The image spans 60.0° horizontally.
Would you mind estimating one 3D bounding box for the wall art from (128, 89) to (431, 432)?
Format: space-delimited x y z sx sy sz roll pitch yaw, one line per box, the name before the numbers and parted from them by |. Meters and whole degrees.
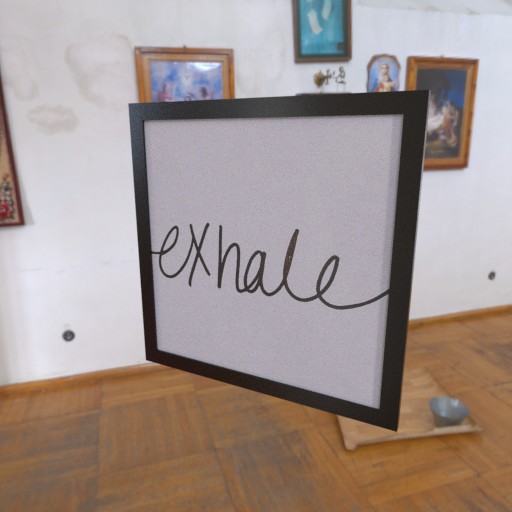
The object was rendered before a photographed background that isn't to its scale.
wall art | 0.000 0.000 0.660 0.446 0.445 0.014 7 16 26
